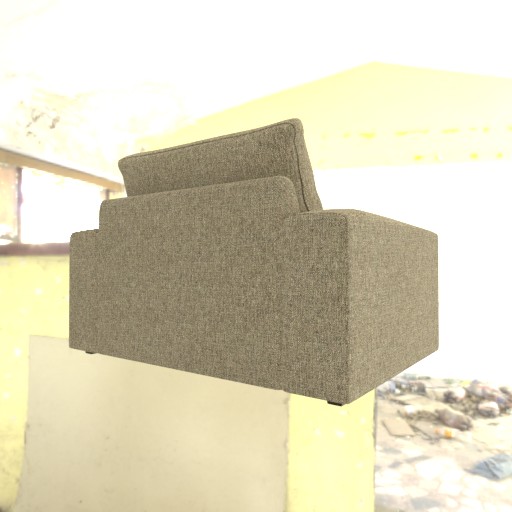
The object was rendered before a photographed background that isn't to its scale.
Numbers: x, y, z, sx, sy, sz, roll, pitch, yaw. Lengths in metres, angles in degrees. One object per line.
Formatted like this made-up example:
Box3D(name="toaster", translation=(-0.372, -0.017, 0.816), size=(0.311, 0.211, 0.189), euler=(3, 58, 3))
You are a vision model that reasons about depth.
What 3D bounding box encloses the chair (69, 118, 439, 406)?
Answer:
Box3D(name="chair", translation=(0.000, 0.000, 2.057), size=(1.398, 0.915, 1.039), euler=(-1, -1, 36))
